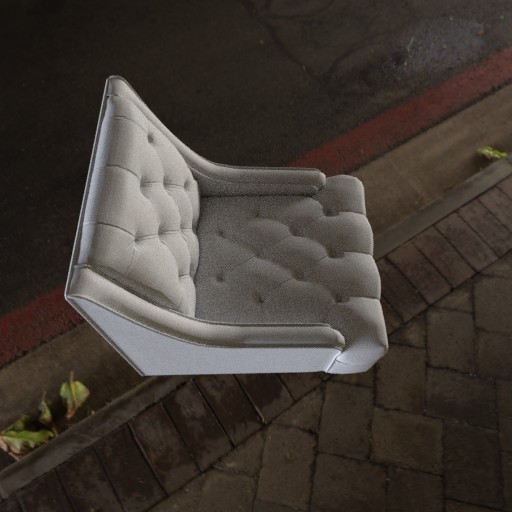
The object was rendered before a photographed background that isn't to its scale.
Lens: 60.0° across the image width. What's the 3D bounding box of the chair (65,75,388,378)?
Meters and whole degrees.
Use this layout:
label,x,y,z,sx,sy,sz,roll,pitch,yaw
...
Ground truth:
label,x,y,z,sx,sy,sz,roll,pitch,yaw
chair,0.000,0.000,1.399,0.772,0.891,0.658,-1,62,-1
